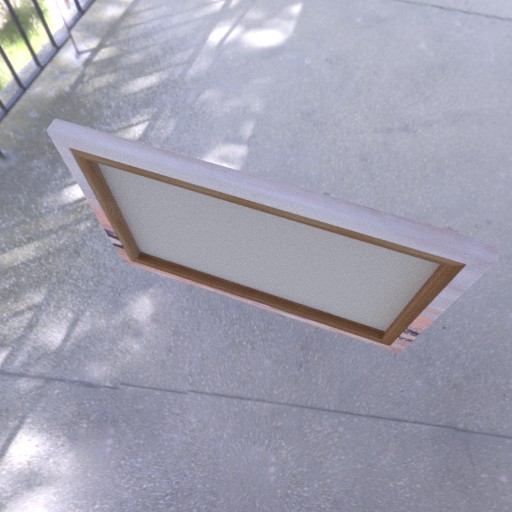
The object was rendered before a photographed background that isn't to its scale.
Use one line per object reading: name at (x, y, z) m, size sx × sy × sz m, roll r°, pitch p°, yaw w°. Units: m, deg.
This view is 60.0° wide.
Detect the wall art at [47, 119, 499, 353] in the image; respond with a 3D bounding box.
wall art at (0.000, 0.000, 1.127) m, size 0.913 × 0.609 × 0.038 m, roll 17°, pitch 64°, yaw 9°
